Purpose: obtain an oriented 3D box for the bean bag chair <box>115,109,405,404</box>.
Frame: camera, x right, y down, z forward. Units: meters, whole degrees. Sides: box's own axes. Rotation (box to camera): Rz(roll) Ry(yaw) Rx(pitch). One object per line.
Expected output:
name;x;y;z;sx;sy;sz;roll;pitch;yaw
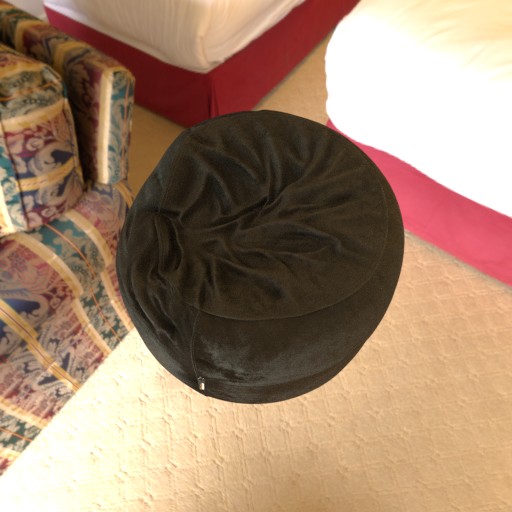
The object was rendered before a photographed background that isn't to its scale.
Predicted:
bean bag chair;0.000;0.000;1.506;0.918;0.605;0.918;0;58;0
